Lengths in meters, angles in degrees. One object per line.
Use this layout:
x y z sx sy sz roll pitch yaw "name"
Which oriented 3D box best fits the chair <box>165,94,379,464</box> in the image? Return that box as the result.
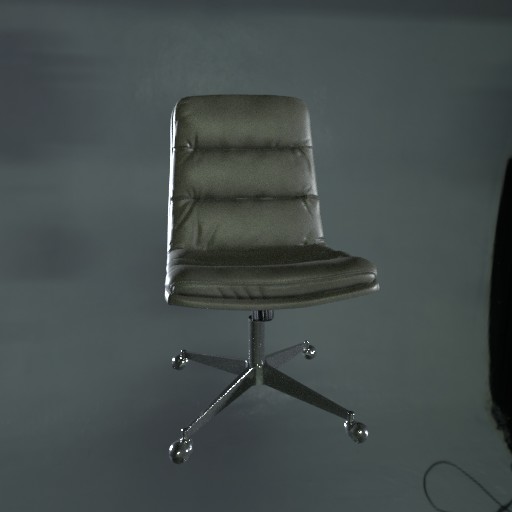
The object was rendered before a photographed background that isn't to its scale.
0.000 0.000 1.019 0.422 0.738 0.485 -3 15 -10 "chair"
